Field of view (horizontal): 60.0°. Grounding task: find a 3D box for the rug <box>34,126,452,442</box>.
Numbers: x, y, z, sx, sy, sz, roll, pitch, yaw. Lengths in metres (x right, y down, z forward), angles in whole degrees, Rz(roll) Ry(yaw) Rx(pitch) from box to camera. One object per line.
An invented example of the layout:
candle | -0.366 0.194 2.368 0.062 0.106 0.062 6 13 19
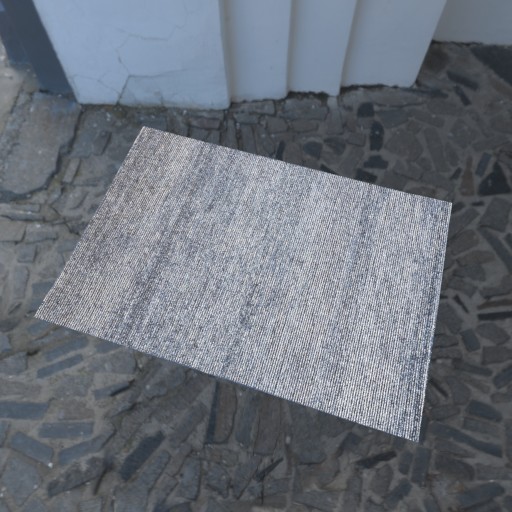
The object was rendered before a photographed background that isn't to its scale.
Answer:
rug | 0.000 0.000 2.886 2.349 0.030 1.624 16 64 8
